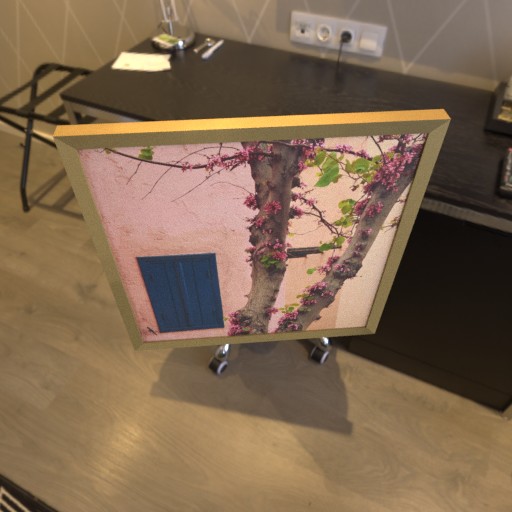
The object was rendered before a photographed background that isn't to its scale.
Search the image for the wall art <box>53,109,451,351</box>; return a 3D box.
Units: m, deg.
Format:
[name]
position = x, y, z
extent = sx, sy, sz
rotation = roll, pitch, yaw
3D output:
[wall art]
position = 0.000, 0.000, 1.138
extent = 0.762, 0.762, 0.038
rotation = -3, 47, -3
